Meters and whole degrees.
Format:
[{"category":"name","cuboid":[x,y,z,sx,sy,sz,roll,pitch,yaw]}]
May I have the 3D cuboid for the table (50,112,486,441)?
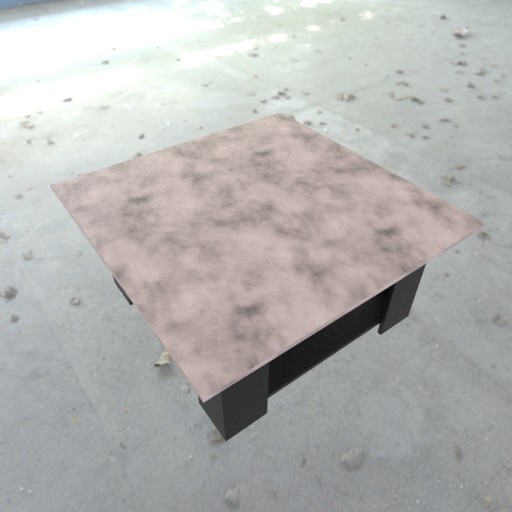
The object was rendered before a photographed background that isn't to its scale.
[{"category":"table","cuboid":[0.000,0.000,1.053,0.670,0.305,0.670,-26,47,-26]}]
